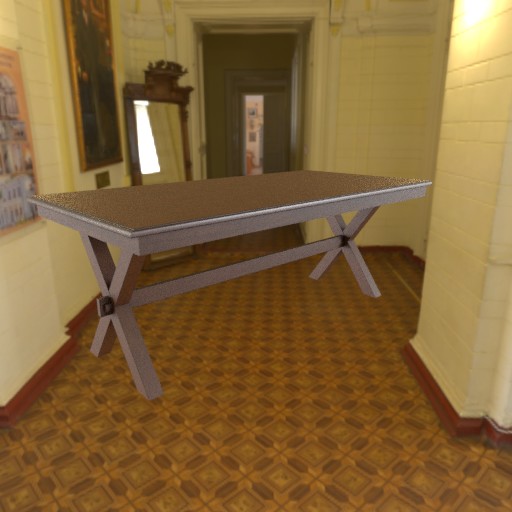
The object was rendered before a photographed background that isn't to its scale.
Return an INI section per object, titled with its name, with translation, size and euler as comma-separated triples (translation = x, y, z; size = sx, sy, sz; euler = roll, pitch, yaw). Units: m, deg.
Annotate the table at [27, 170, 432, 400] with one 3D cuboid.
[table]
translation = 0.000, 0.000, 1.485
size = 1.197, 0.459, 0.594
euler = -15, 21, -41
